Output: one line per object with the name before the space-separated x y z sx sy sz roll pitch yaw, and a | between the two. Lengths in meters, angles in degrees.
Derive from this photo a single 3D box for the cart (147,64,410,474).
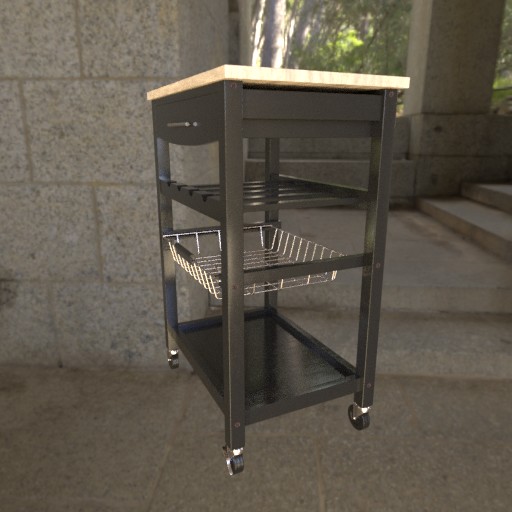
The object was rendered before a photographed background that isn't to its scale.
cart | 0.000 0.000 1.167 0.403 0.839 0.584 -7 17 -25
